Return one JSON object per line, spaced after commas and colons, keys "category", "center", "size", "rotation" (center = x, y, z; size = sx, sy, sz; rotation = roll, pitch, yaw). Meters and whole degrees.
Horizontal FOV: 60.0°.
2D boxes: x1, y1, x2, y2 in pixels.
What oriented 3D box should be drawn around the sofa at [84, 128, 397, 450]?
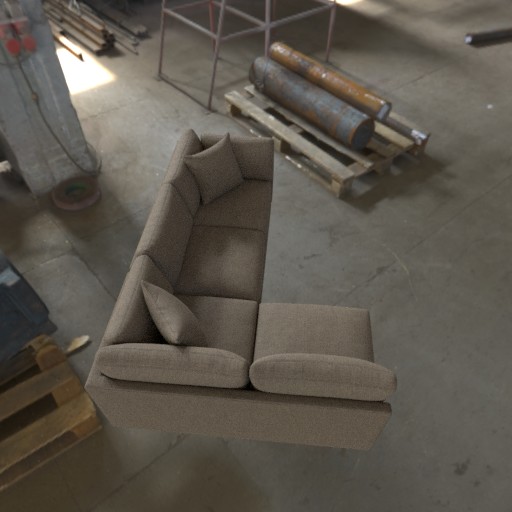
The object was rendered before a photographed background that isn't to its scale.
{"category": "sofa", "center": [0.000, 0.000, 3.932], "size": [1.994, 0.978, 2.896], "rotation": [4, 47, 4]}
